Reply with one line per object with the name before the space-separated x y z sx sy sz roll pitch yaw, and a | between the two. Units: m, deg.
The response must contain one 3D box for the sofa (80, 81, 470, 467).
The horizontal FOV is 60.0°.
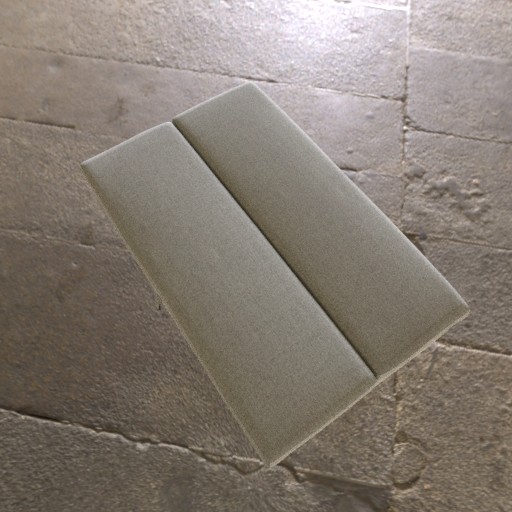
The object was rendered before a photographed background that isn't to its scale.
sofa | 0.000 0.000 1.674 0.817 0.434 1.250 -31 67 -15
